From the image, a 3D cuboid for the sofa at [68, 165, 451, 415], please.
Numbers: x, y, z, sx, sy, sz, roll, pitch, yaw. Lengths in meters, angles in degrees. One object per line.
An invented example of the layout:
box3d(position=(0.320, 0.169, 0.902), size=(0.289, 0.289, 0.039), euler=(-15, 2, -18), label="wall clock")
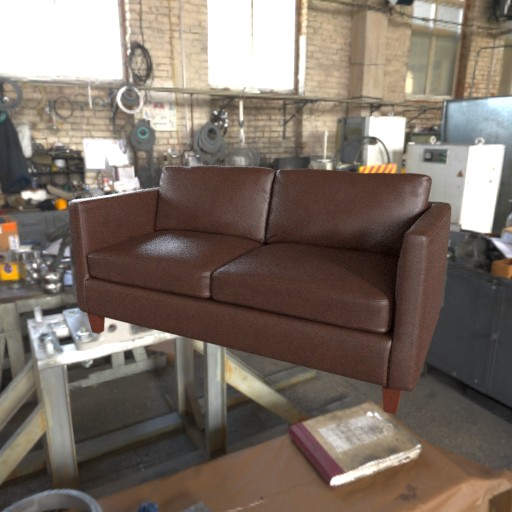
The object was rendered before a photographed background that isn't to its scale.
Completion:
box3d(position=(0.000, 0.000, 2.446), size=(1.883, 0.933, 0.951), euler=(8, 17, 27), label="sofa")
